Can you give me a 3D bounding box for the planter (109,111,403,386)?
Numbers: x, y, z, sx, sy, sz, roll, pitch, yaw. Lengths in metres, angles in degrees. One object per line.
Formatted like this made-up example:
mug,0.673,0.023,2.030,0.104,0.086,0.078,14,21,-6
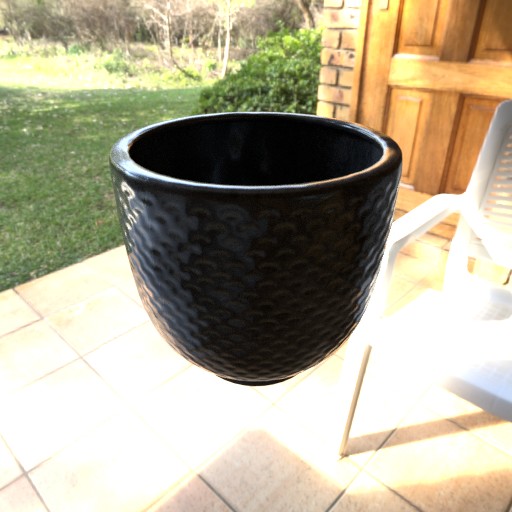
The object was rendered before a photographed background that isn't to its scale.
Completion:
planter,0.000,0.000,0.306,0.172,0.160,0.172,0,30,0
